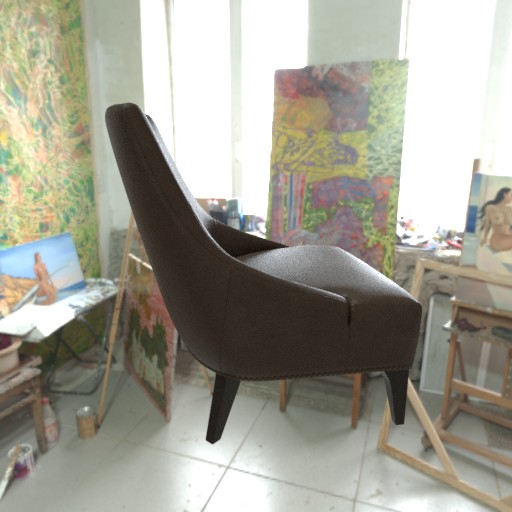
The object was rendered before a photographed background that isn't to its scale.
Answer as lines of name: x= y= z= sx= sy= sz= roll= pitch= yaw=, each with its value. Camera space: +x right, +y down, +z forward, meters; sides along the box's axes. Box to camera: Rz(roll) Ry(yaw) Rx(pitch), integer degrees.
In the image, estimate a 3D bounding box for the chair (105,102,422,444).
chair: x=0.000 y=0.000 z=1.452 sx=0.861 sy=0.909 sz=0.701 roll=-2 pitch=15 yaw=-9
